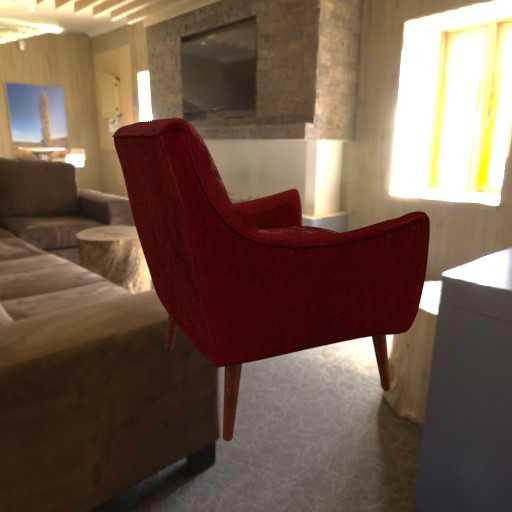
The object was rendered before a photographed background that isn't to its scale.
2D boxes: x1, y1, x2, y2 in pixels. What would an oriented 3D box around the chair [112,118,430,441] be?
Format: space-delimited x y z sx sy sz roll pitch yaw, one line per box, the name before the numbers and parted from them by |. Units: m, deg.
chair | 0.000 0.000 1.455 0.787 0.838 0.762 -7 16 -25
